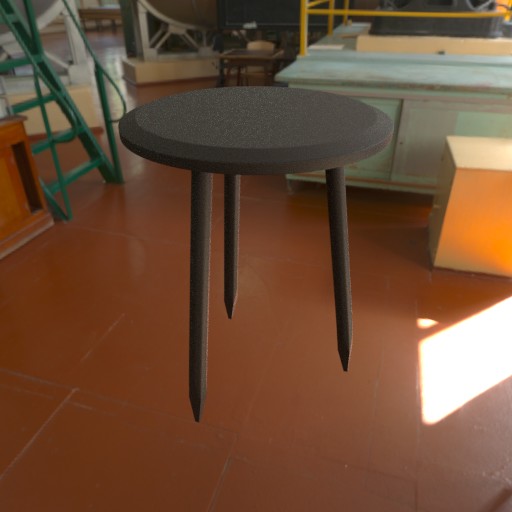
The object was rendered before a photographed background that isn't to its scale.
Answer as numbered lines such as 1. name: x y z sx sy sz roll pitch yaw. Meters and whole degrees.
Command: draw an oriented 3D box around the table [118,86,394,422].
1. table: 0.000 0.000 0.910 0.457 0.585 0.457 0 32 0
